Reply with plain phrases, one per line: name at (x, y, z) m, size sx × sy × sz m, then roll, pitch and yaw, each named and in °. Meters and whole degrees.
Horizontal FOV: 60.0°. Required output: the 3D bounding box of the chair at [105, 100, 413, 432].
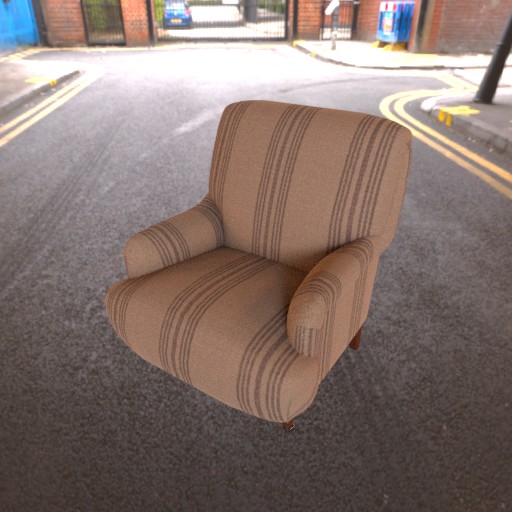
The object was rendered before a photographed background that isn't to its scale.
chair at (0.000, 0.000, 1.601) m, size 0.813 × 0.940 × 0.914 m, roll 18°, pitch 34°, yaw 29°
